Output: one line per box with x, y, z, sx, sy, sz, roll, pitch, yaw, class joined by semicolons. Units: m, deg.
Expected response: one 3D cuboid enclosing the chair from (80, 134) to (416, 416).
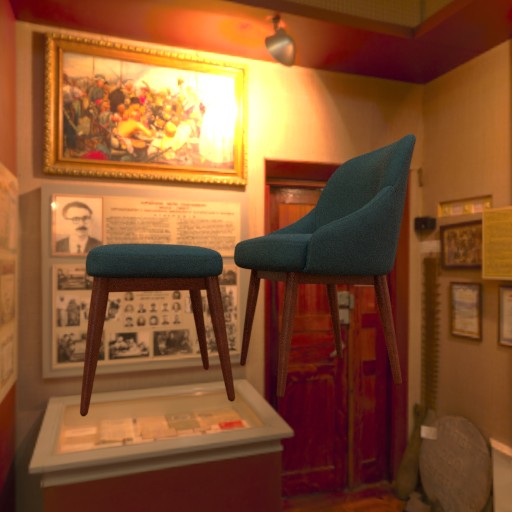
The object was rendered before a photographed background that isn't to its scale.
0.000;0.000;1.547;1.114;0.866;0.584;0;0;-17;chair
